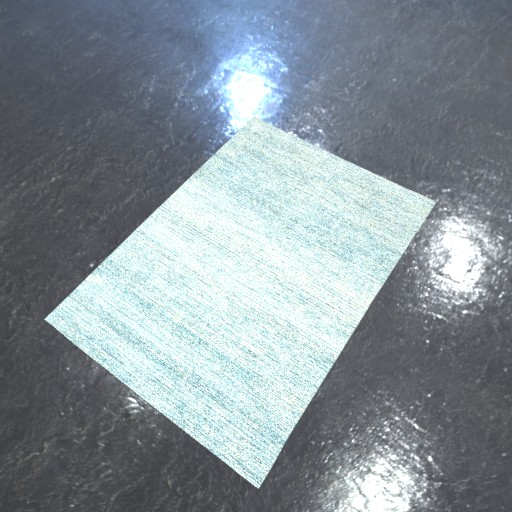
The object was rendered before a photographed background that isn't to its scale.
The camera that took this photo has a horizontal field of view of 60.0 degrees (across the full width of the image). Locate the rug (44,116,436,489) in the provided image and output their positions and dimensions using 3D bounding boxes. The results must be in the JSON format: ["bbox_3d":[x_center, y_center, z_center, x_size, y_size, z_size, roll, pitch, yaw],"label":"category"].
[{"bbox_3d":[0.000,0.000,2.960,1.611,0.026,2.260,31,63,18],"label":"rug"}]
